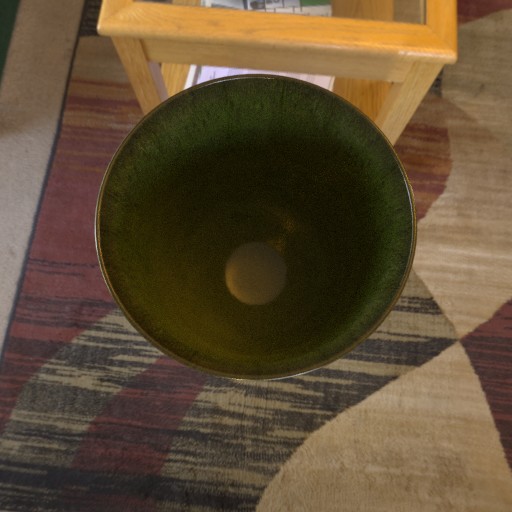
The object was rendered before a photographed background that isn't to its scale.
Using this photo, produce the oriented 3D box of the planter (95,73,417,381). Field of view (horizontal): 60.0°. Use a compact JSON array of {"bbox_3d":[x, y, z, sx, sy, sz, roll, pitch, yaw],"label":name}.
[{"bbox_3d":[0.000,0.000,0.467,0.245,0.270,0.245,0,76,0],"label":"planter"}]
